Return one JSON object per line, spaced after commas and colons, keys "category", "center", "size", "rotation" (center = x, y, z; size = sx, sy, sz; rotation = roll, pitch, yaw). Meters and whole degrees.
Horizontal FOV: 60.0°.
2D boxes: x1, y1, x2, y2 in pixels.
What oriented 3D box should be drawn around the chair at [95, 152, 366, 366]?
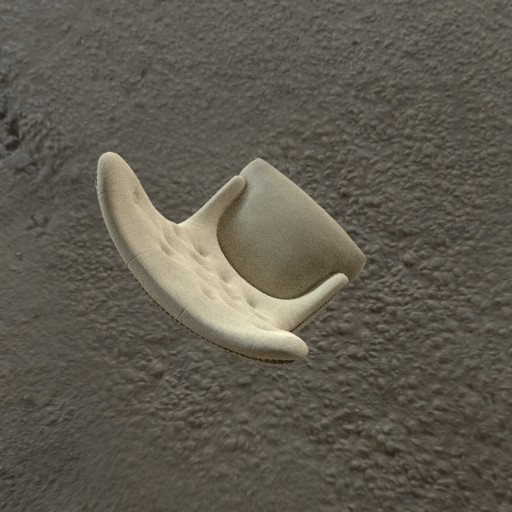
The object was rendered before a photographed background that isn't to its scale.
{"category": "chair", "center": [0.000, 0.000, 1.392], "size": [0.590, 1.065, 0.584], "rotation": [-44, 80, -10]}
